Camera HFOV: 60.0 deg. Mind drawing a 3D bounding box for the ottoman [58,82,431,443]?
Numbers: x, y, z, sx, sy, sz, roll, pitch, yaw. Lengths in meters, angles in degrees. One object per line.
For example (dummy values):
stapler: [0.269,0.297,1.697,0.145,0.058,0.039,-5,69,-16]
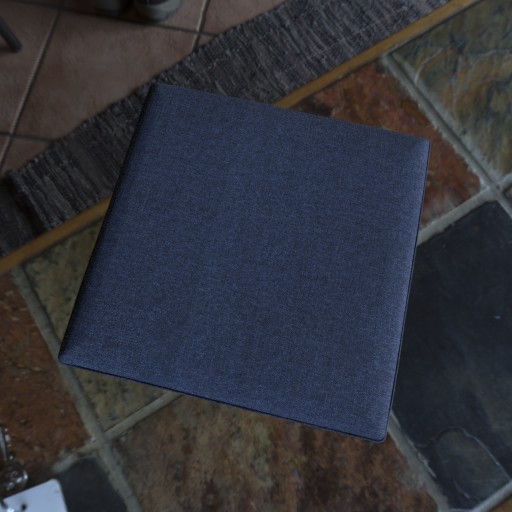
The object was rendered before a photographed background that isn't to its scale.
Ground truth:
ottoman: [0.000,0.000,1.581,1.017,0.423,1.023,14,76,4]
